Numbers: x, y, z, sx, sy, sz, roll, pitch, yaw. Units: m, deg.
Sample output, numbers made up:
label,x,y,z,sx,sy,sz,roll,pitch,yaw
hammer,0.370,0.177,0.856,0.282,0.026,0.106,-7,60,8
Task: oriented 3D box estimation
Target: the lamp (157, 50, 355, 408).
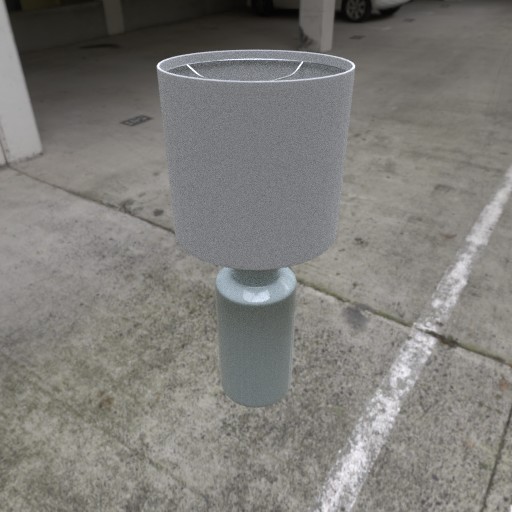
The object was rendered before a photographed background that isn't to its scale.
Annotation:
label,x,y,z,sx,sy,sz,roll,pitch,yaw
lamp,0.000,0.000,0.610,0.212,0.493,0.212,20,37,29
